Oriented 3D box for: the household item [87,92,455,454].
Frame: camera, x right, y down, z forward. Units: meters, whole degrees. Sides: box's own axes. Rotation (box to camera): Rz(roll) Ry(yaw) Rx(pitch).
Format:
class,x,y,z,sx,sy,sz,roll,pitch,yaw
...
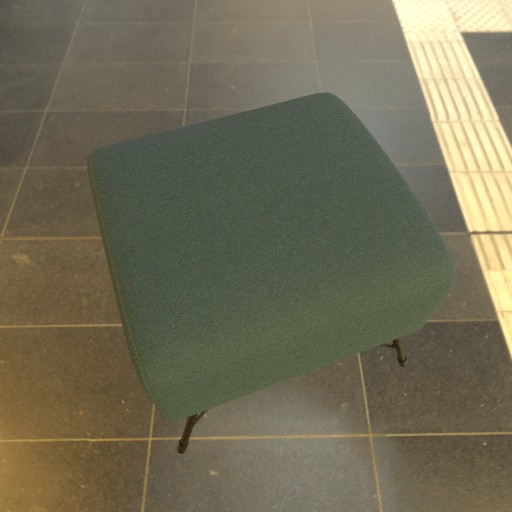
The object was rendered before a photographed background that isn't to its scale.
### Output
class,x,y,z,sx,sy,sz,roll,pitch,yaw
household item,0.000,0.000,0.894,0.530,0.420,0.530,-17,59,-11
